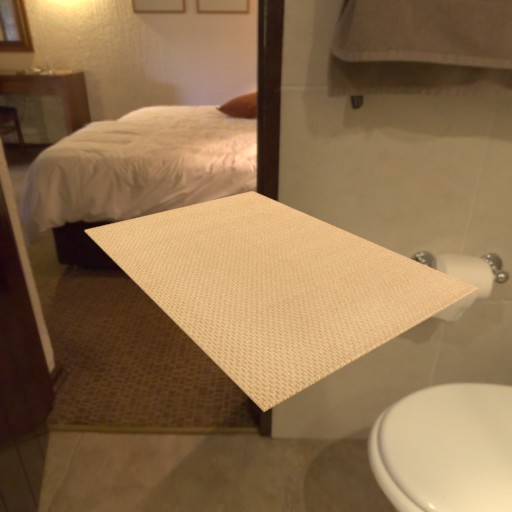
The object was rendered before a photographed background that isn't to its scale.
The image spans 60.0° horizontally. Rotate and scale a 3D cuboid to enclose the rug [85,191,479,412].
[{"bbox_3d":[0.000,0.000,2.848,1.509,0.013,2.144,-18,32,-32],"label":"rug"}]
